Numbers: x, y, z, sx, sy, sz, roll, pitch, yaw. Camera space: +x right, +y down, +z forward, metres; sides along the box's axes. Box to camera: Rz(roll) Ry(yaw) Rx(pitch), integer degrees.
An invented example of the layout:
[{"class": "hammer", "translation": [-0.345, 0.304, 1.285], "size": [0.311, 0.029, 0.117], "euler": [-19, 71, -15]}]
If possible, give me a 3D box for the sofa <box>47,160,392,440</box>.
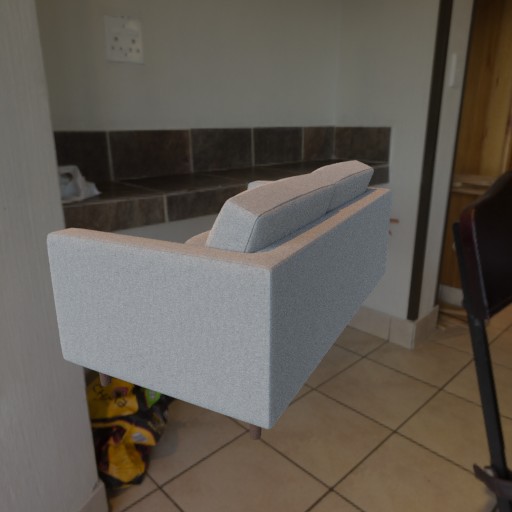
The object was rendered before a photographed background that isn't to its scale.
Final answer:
[{"class": "sofa", "translation": [0.000, 0.000, 2.288], "size": [1.000, 0.900, 1.731], "euler": [9, 19, 26]}]
